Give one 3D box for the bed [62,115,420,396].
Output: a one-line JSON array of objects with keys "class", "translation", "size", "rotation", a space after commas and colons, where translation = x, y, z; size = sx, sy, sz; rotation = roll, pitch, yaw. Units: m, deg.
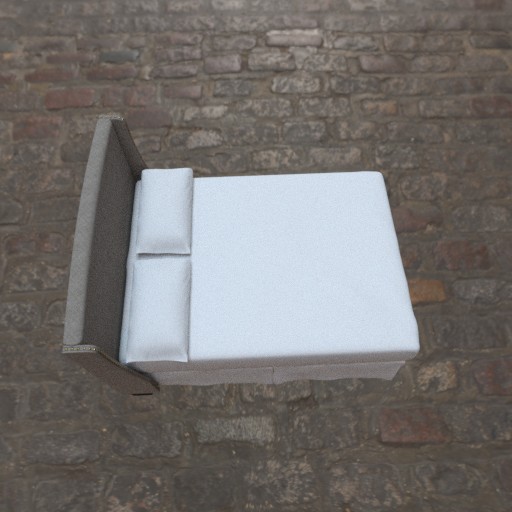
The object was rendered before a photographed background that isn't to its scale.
[{"class": "bed", "translation": [0.000, 0.000, 3.333], "size": [2.237, 1.407, 1.710], "rotation": [-2, 63, -1]}]
